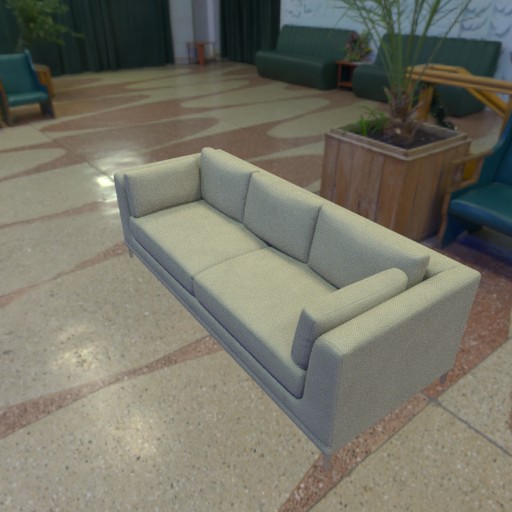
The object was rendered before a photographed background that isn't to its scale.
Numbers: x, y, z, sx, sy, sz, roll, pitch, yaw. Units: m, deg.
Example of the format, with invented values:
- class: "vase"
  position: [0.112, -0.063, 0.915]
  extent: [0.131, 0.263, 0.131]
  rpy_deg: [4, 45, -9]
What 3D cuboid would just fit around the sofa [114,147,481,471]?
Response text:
- class: "sofa"
  position: [0.000, 0.000, 2.902]
  extent: [0.969, 0.867, 2.415]
  rpy_deg: [-20, 36, -30]
